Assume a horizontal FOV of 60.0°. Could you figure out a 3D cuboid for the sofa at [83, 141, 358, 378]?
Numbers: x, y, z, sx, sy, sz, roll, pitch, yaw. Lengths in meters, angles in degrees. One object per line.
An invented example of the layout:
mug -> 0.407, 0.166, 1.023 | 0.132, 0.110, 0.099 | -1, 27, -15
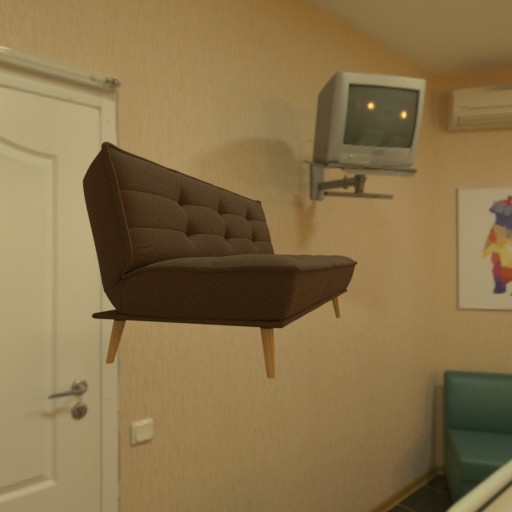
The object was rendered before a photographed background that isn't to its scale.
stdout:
sofa -> 0.000, 0.000, 2.524 | 0.950, 0.890, 1.940 | 0, 0, 19
